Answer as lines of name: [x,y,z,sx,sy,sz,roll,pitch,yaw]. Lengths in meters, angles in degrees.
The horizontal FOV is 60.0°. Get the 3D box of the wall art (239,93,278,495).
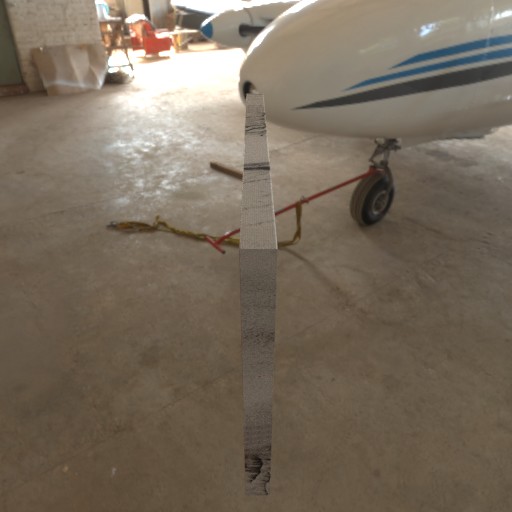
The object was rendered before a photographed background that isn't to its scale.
wall art: [0.000,0.000,0.771,0.035,0.407,0.613,0,33,0]
